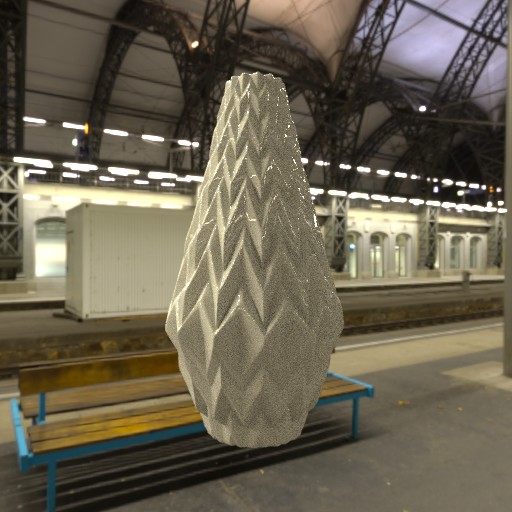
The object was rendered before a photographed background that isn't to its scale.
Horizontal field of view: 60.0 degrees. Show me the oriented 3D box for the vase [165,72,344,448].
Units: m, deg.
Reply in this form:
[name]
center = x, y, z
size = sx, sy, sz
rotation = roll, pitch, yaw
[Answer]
[vase]
center = 0.000, 0.000, 0.422
size = 0.167, 0.328, 0.167
rotation = 0, 0, 0
